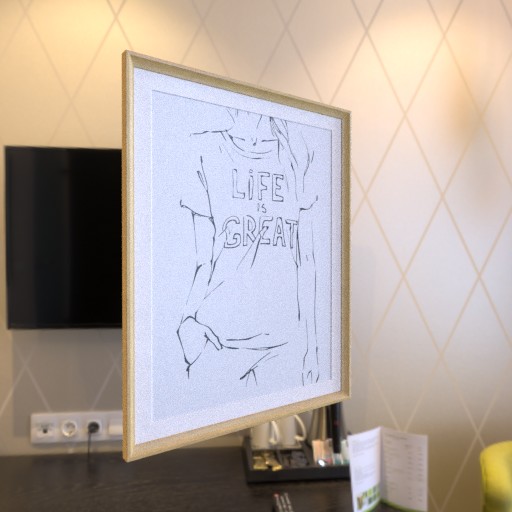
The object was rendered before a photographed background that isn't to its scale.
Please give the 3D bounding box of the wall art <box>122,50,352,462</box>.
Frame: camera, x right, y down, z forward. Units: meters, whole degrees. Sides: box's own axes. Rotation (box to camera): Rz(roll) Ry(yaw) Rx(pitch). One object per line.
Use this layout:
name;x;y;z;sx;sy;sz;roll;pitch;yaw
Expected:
wall art;0.000;0.000;1.321;0.798;1.002;0.030;0;1;-36
